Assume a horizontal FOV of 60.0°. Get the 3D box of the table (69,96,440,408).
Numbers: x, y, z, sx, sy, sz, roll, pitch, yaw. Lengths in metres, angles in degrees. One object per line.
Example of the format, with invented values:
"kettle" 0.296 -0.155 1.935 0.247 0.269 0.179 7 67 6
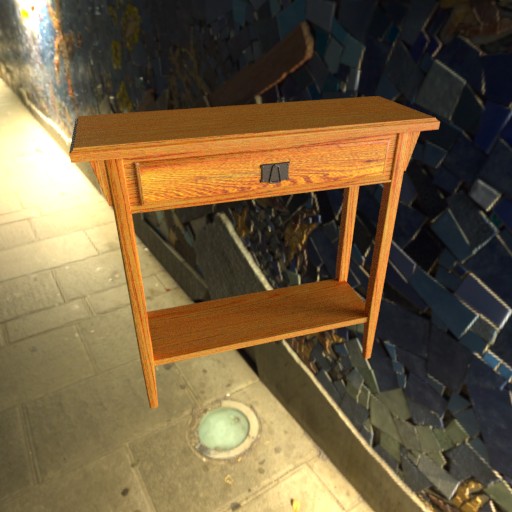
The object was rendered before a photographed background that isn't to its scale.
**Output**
"table" 0.000 0.000 1.155 0.762 0.711 0.254 -9 32 -14
